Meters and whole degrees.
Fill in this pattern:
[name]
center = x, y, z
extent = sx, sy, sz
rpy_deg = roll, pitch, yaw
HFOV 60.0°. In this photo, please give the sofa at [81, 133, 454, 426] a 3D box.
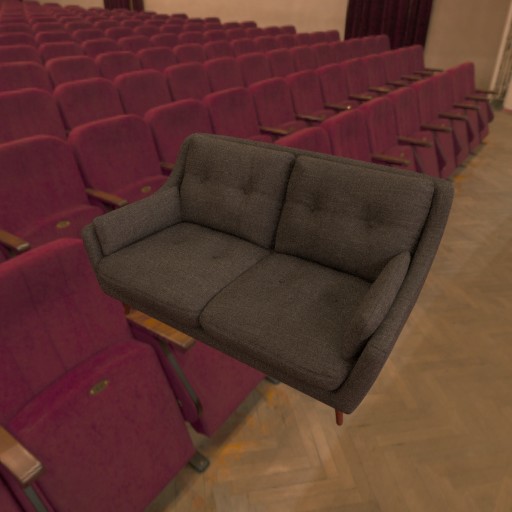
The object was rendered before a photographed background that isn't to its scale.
[sofa]
center = 0.000, 0.000, 2.236
extent = 1.646, 0.887, 0.976
rpy_deg = 19, 35, 30
